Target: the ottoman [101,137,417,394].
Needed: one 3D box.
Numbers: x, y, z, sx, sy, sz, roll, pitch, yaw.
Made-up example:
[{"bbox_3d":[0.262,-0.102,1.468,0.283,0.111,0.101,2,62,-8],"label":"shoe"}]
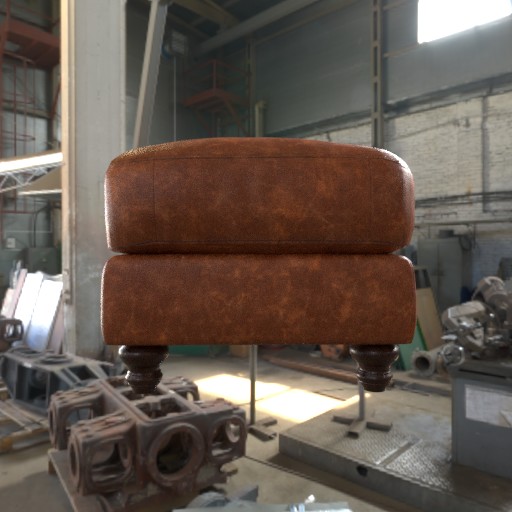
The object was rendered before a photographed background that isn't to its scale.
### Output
[{"bbox_3d":[0.000,0.000,1.255,0.657,0.562,0.832,0,0,-1],"label":"ottoman"}]
